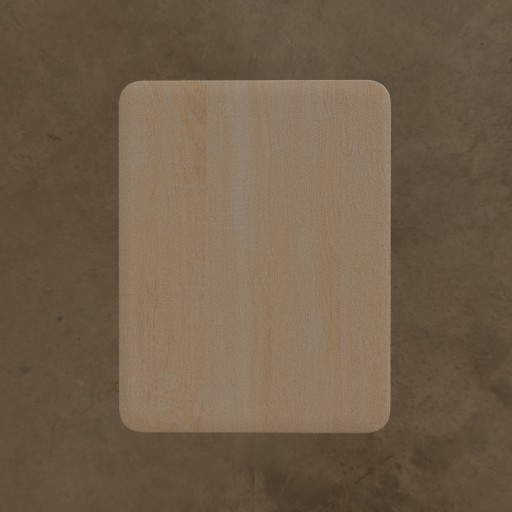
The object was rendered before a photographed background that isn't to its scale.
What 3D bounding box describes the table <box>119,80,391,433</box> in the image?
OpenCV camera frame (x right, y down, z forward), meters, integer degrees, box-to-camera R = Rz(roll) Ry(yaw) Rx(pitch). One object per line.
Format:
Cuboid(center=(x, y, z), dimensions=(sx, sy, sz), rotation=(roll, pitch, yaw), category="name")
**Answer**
Cuboid(center=(0.000, 0.000, 0.879), dimensions=(0.370, 0.550, 0.480), rotation=(0, 90, 0), category="table")
